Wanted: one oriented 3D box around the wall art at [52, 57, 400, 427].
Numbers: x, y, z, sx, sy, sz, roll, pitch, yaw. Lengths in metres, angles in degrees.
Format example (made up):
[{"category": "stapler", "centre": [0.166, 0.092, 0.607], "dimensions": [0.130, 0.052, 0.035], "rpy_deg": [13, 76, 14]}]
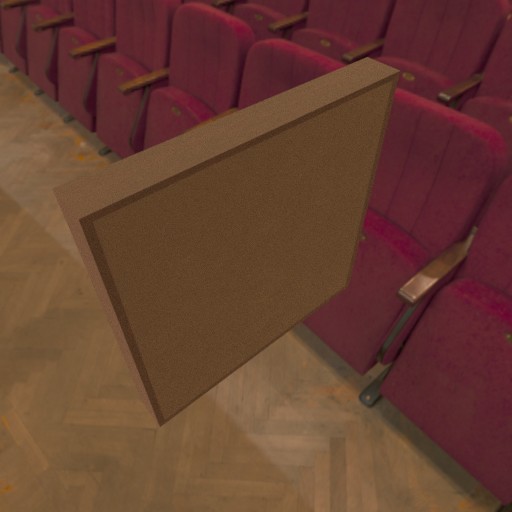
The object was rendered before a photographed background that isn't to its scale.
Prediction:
[{"category": "wall art", "centre": [0.000, 0.000, 0.448], "dimensions": [0.304, 0.303, 0.038], "rpy_deg": [-32, 54, -26]}]
